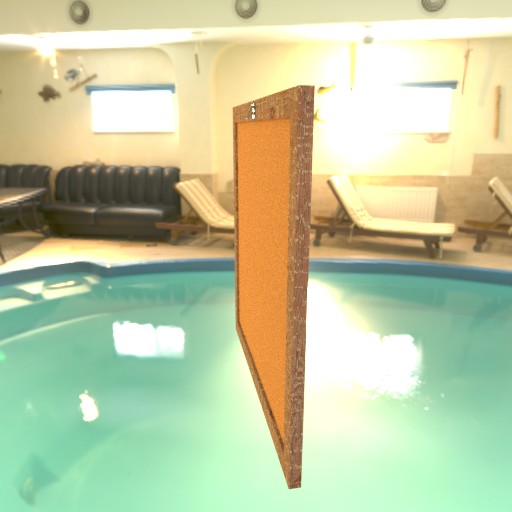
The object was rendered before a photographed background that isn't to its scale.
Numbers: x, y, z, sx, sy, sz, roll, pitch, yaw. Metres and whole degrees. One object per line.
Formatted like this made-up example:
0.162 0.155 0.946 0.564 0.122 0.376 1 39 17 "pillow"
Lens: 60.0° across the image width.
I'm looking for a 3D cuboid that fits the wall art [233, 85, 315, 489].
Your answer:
0.000 0.000 0.572 0.022 0.380 0.380 -3 16 -10 "wall art"
